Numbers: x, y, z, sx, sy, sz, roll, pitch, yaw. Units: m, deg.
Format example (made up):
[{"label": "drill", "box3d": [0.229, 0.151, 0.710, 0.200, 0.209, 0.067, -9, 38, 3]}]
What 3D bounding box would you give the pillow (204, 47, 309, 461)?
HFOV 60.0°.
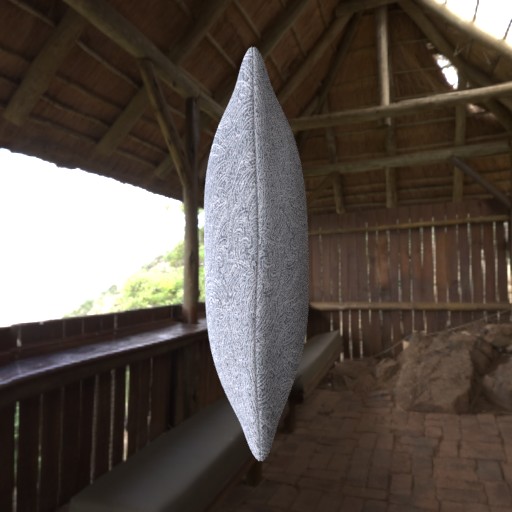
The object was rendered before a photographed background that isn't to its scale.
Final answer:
[{"label": "pillow", "box3d": [0.000, 0.000, 0.792, 0.166, 0.510, 0.523, 0, -1, 0]}]
